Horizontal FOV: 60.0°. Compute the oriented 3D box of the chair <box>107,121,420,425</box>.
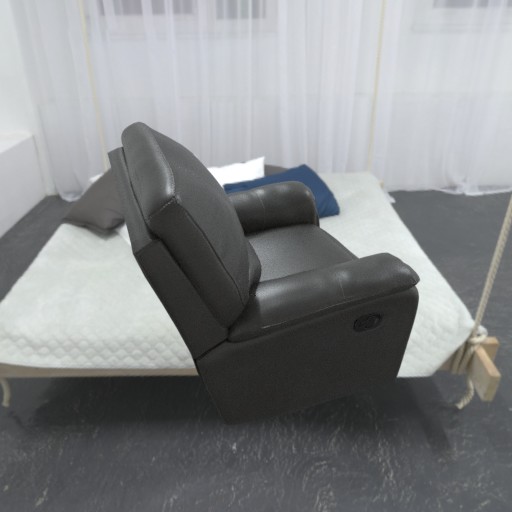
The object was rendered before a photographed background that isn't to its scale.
[{"bbox_3d":[0.000,0.000,1.976,1.087,1.109,1.096,-10,31,-17],"label":"chair"}]
